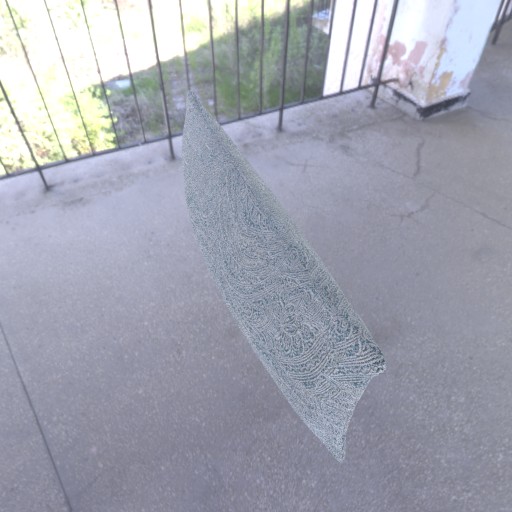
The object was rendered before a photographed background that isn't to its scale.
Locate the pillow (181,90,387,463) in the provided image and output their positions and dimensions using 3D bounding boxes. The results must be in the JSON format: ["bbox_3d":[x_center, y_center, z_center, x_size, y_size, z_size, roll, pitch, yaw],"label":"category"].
[{"bbox_3d":[0.000,0.000,0.726,0.151,0.295,0.615,-18,50,-16],"label":"pillow"}]
